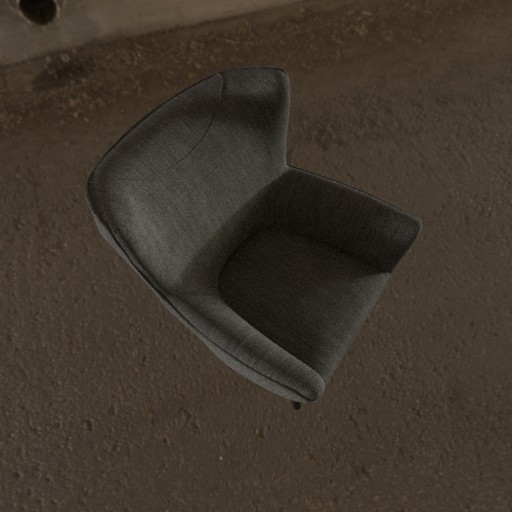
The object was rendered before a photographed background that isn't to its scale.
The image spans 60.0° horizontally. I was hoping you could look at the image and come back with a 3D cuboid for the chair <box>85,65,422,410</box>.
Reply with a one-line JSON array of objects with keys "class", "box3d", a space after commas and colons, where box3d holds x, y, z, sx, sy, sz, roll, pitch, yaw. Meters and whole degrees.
[{"class": "chair", "box3d": [0.000, 0.000, 1.575, 0.888, 0.933, 0.781, 30, 62, 18]}]
